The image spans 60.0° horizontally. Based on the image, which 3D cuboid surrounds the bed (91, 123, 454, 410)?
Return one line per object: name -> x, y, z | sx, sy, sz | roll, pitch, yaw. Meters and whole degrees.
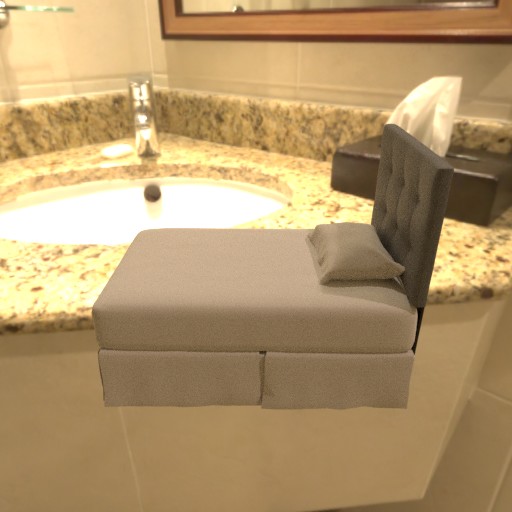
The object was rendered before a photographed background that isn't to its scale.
bed -> 0.000, 0.000, 3.028 | 1.997, 1.571, 1.261 | 0, 27, 1
